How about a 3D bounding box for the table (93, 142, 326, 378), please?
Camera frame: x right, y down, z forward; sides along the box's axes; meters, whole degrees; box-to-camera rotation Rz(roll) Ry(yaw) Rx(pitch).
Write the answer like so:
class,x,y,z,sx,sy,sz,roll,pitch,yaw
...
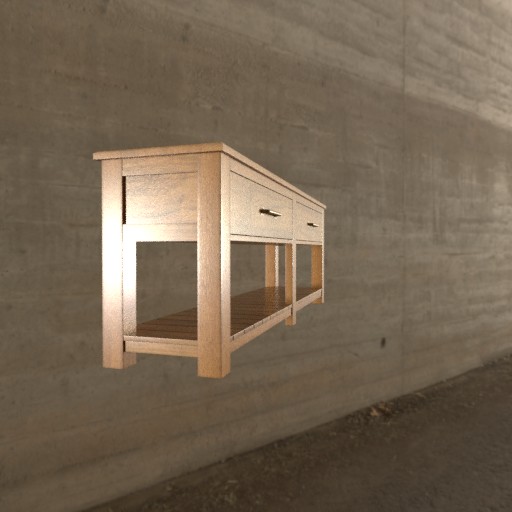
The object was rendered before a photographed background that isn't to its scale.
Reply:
class,x,y,z,sx,sy,sz,roll,pitch,yaw
table,0.000,0.000,2.101,0.425,0.635,1.815,0,1,18
